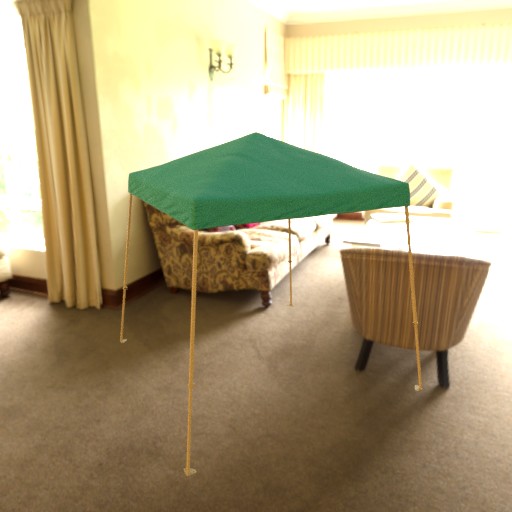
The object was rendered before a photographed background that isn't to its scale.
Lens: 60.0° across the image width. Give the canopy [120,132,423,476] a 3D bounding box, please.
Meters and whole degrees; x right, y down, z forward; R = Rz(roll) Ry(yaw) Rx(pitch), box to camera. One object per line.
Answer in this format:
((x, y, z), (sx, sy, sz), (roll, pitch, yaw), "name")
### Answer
((0.000, 0.000, 5.288), (2.849, 2.850, 2.850), (-8, 18, -26), "canopy")
